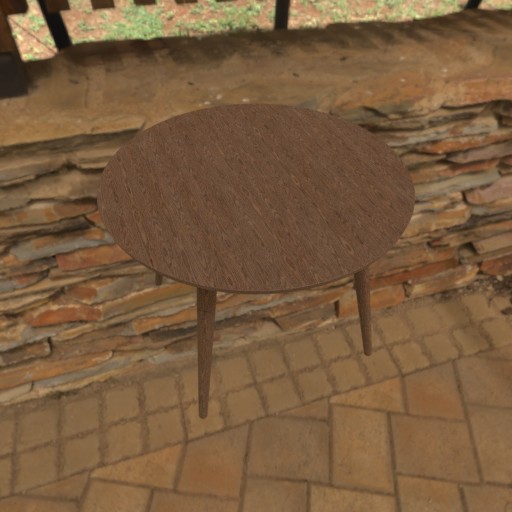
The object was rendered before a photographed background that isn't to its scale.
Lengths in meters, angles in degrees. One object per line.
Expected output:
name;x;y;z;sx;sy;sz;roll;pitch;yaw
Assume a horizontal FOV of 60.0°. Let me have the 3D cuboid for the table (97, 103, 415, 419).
table;0.000;0.000;1.788;1.053;0.786;1.053;0;45;0
